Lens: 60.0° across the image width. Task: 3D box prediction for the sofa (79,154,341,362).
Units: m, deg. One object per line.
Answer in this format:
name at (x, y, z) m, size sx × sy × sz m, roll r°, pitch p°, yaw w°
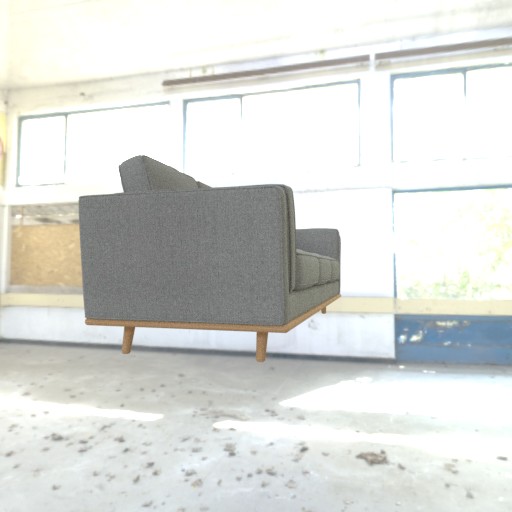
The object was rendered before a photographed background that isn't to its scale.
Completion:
sofa at (0.000, 0.000, 2.802) m, size 0.903 × 0.899 × 2.362 m, roll 0°, pitch -2°, yaw 16°
